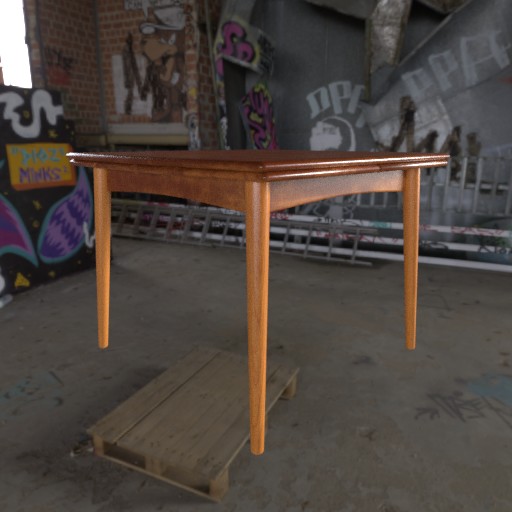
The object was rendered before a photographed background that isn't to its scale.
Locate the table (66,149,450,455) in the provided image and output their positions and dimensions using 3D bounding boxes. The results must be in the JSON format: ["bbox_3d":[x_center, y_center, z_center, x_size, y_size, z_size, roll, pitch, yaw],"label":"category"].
[{"bbox_3d":[0.000,0.000,1.665,0.991,0.754,0.991,-14,20,-43],"label":"table"}]
